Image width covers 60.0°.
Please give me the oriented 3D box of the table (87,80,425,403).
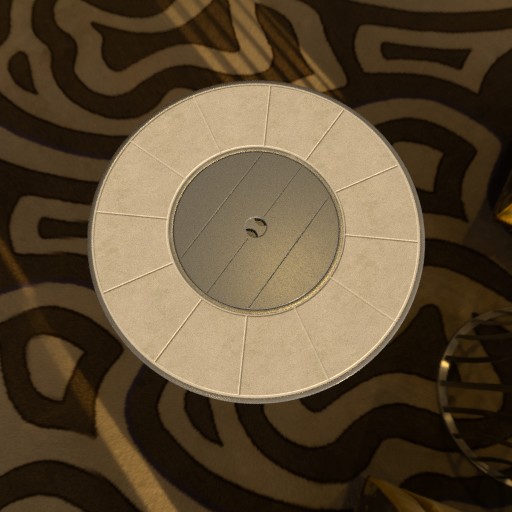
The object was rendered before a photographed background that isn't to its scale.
[{"bbox_3d":[0.000,0.000,1.521,0.914,0.650,0.914,0,76,0],"label":"table"}]
